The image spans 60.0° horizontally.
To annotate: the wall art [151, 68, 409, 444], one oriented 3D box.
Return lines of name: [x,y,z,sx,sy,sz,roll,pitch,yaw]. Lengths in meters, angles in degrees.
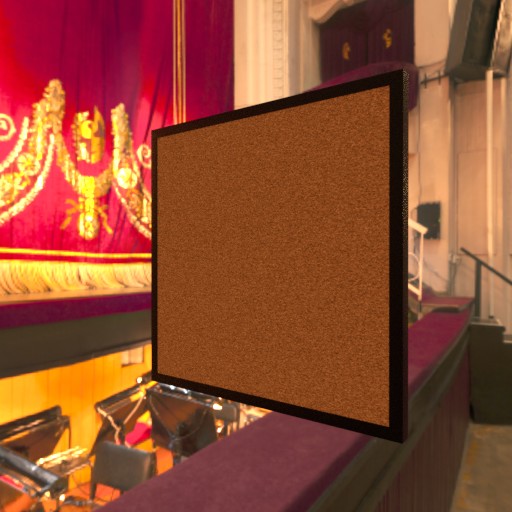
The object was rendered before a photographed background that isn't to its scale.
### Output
wall art: [0.000,0.000,1.128,0.756,0.755,0.036,0,0,36]
